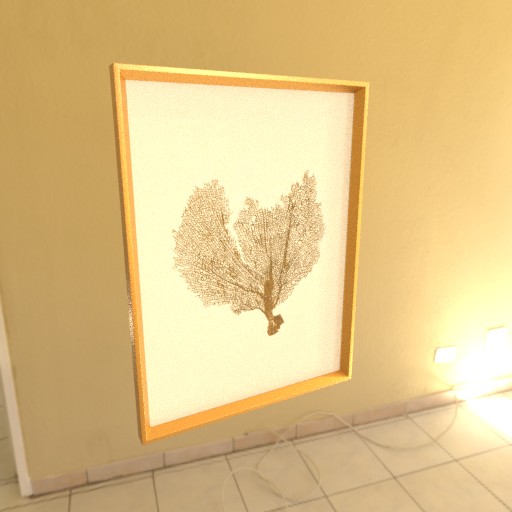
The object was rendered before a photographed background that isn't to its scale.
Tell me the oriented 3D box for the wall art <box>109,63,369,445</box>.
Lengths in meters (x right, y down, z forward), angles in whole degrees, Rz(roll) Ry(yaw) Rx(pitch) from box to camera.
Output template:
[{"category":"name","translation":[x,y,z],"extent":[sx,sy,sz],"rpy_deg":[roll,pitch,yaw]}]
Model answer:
[{"category":"wall art","translation":[0.000,0.000,1.065],"extent":[0.610,0.812,0.038],"rpy_deg":[-8,17,-27]}]
